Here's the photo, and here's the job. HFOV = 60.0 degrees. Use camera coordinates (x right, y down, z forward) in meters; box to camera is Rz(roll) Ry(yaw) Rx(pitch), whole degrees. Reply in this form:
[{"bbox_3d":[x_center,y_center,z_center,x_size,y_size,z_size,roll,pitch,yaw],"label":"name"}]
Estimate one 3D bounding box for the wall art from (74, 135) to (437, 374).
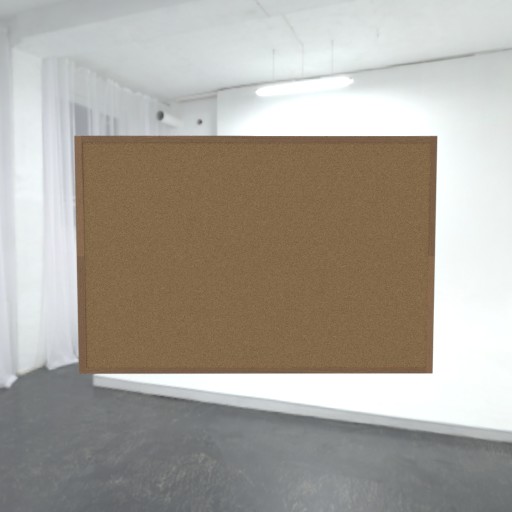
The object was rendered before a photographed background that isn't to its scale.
[{"bbox_3d":[0.000,0.000,1.427,1.141,0.758,0.035,0,3,0],"label":"wall art"}]
